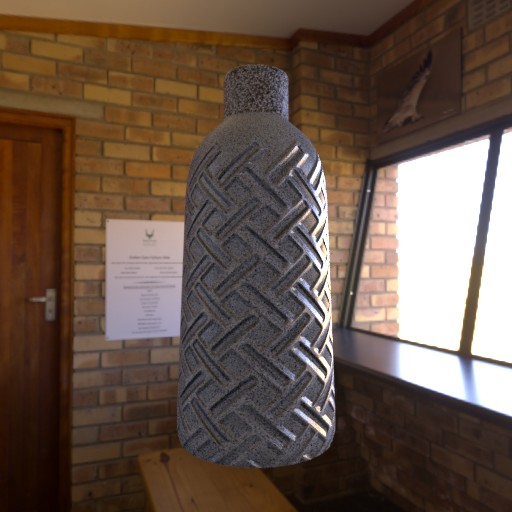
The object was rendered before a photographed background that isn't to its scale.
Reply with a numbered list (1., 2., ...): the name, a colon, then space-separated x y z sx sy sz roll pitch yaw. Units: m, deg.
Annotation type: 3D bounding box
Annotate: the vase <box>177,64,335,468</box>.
1. vase: 0.000 0.000 0.349 0.122 0.282 0.122 0 -1 0
